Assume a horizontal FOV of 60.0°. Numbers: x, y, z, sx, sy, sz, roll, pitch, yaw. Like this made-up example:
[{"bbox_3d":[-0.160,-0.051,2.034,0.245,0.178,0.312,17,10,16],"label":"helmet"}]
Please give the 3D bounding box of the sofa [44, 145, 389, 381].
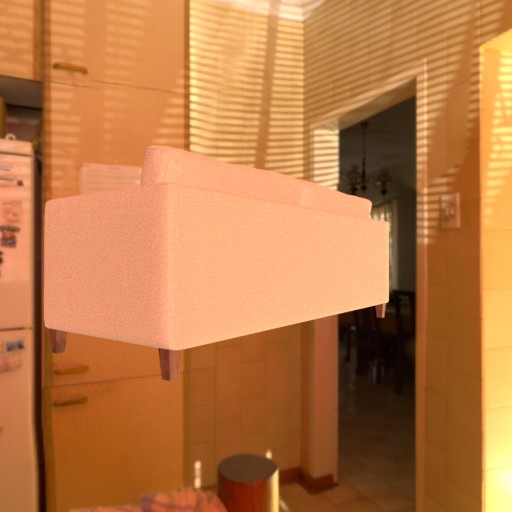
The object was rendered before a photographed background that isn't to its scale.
[{"bbox_3d":[0.000,0.000,2.877,0.951,0.968,2.361,0,0,36],"label":"sofa"}]
